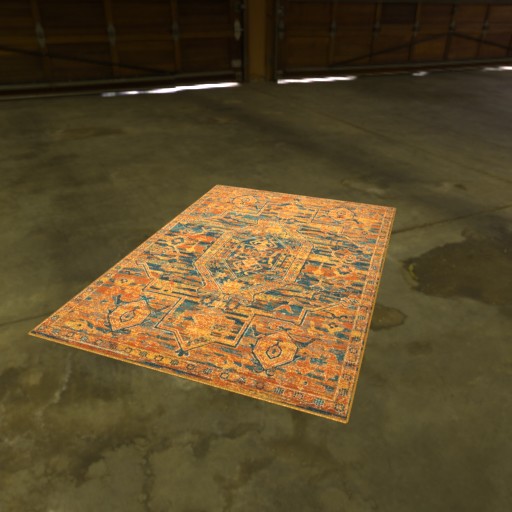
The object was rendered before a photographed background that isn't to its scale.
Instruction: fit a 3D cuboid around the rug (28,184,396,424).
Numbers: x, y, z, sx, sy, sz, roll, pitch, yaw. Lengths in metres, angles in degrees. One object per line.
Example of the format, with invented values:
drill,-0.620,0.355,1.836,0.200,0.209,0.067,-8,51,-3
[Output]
rug,0.000,0.000,3.717,2.043,0.019,2.916,10,31,17
